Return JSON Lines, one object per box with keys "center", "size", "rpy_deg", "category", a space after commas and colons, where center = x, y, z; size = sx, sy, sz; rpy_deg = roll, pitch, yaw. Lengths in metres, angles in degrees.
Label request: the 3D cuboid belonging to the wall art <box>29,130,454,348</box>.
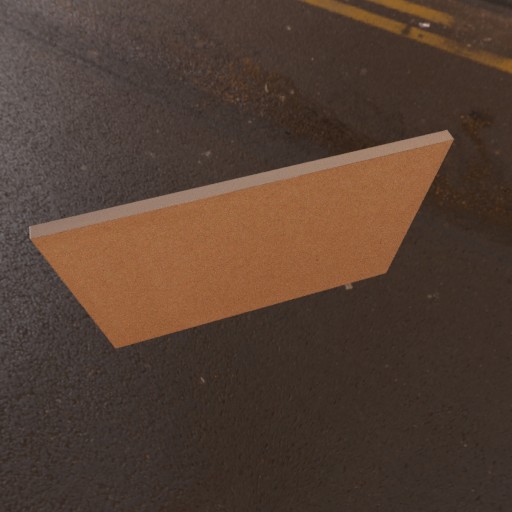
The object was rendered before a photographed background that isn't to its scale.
{"center": [0.000, 0.000, 0.797], "size": [0.615, 0.410, 0.021], "rpy_deg": [-15, 60, -9], "category": "wall art"}
